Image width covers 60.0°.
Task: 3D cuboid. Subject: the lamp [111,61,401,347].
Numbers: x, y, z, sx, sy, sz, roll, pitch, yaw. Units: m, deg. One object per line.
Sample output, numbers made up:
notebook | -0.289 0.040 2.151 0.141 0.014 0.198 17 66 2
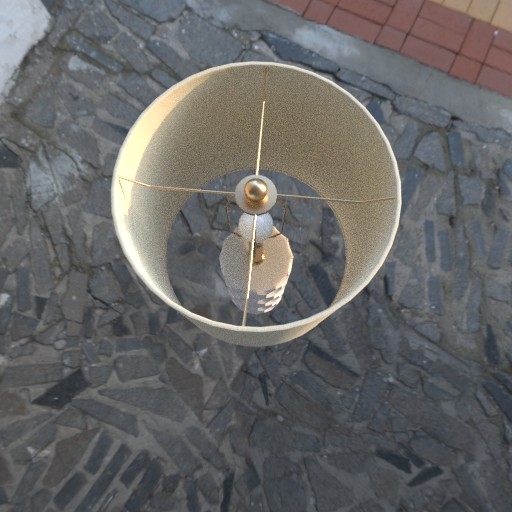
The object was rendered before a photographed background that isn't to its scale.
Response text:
lamp | 0.000 0.000 0.682 0.277 0.537 0.277 42 79 10
